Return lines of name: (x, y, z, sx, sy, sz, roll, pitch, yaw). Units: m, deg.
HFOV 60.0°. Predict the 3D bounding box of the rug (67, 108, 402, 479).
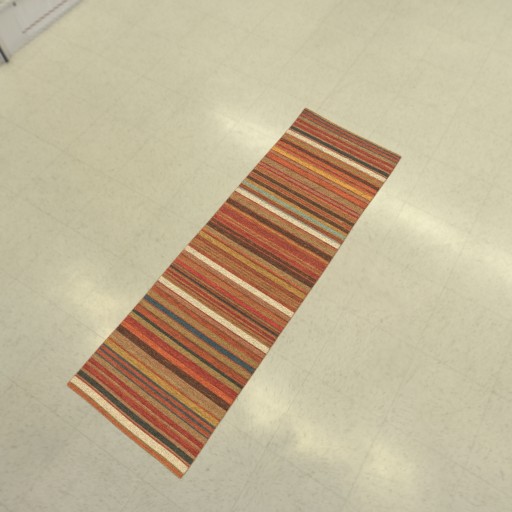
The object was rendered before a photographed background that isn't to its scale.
rug: (0.000, 0.000, 2.729, 0.799, 0.030, 2.444, 32, 67, 15)
